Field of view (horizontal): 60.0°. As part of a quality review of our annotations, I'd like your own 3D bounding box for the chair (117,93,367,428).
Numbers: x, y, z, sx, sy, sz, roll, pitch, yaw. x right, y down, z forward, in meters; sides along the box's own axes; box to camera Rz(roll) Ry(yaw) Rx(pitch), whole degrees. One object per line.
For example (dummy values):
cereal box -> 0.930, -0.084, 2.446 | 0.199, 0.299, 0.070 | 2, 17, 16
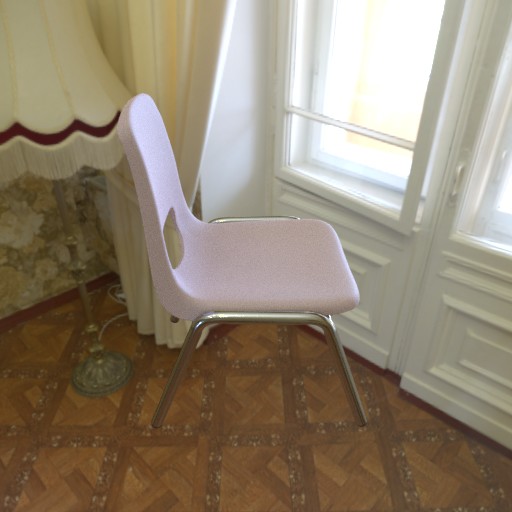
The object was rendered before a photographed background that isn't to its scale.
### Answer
chair -> 0.000, 0.000, 0.850 | 0.423, 0.586, 0.354 | -1, 33, -2
